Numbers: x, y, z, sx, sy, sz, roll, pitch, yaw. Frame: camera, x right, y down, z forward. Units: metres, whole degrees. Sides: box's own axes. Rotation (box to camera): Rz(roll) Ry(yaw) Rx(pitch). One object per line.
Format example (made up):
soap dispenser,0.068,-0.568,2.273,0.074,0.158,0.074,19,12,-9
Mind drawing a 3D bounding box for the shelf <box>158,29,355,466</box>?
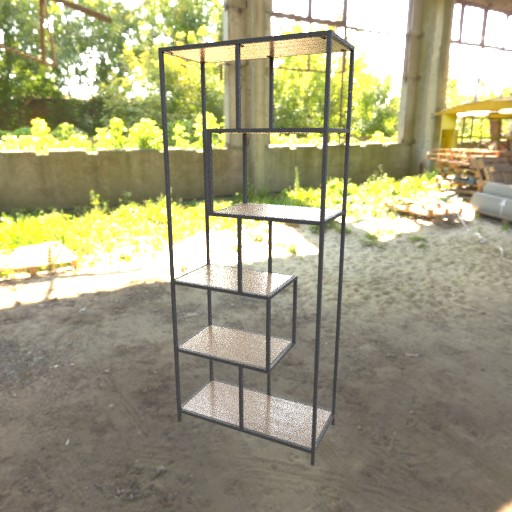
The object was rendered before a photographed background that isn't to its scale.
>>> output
shelf,0.000,0.000,2.137,0.770,1.850,0.350,7,17,25
